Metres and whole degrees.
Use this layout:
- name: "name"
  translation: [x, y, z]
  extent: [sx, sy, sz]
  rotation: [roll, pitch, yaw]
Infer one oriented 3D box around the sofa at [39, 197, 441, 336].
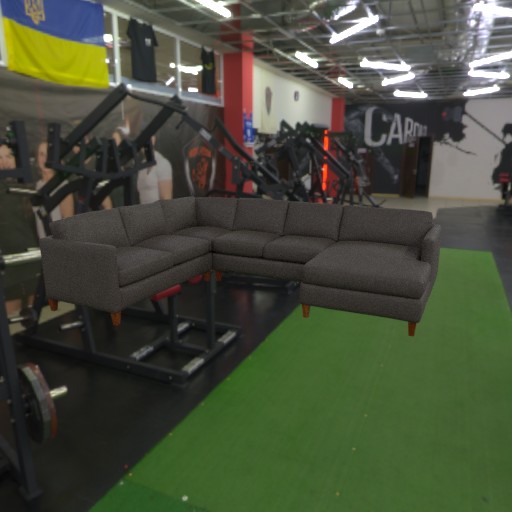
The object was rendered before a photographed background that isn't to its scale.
- name: "sofa"
  translation: [0.000, 0.000, 4.694]
  extent: [3.460, 0.961, 2.594]
  rotation: [7, 15, 25]
